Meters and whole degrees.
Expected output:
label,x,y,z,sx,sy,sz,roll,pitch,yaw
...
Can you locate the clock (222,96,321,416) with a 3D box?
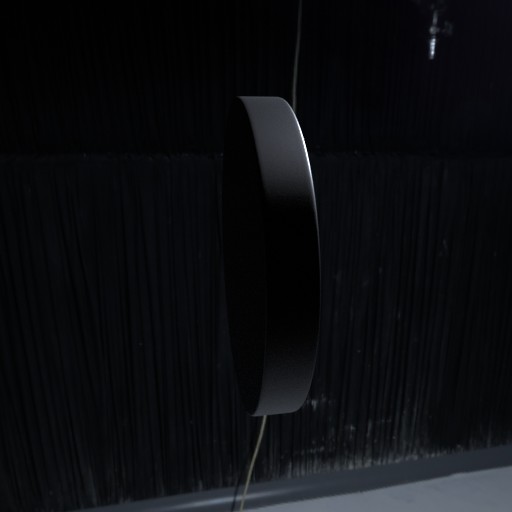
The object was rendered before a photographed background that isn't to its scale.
label,x,y,z,sx,sy,sz,roll,pitch,yaw
clock,0.000,0.000,0.464,0.040,0.314,0.314,-3,16,-9
